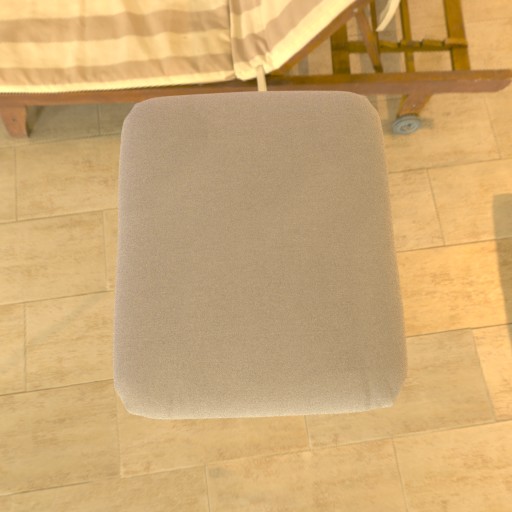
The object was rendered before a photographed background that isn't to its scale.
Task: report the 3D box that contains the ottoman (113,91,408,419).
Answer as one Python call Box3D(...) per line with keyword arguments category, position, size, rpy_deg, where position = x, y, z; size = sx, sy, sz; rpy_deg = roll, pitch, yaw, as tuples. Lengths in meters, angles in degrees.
Box3D(category="ottoman", position=(0.000, 0.000, 1.122), size=(0.622, 0.450, 0.746), rpy_deg=(-2, 77, 0))
